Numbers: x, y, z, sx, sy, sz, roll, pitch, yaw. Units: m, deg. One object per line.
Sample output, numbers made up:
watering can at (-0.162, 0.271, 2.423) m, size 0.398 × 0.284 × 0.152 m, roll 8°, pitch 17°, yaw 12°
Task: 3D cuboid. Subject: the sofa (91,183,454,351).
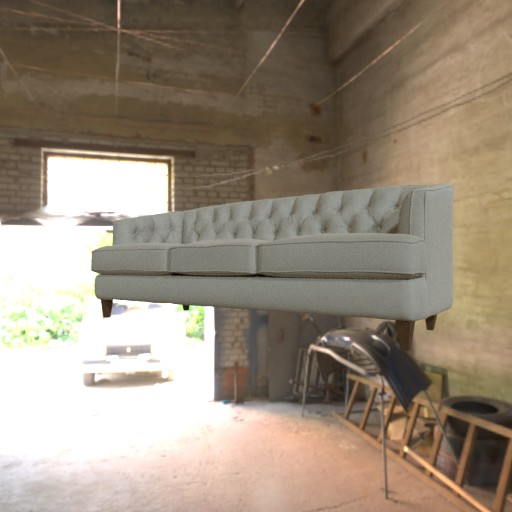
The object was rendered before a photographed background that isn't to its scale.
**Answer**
sofa at (0.000, 0.000, 2.819) m, size 2.278 × 0.855 × 0.941 m, roll -1°, pitch -2°, yaw 36°
